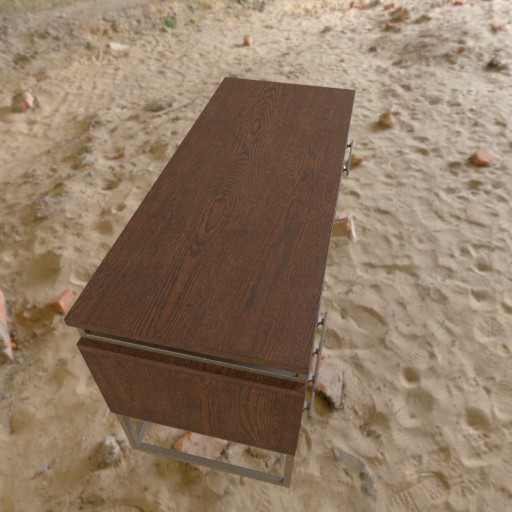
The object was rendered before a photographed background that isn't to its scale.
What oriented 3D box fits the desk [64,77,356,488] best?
[{"bbox_3d":[0.000,0.000,1.751,0.610,0.792,1.384,9,46,9],"label":"desk"}]
